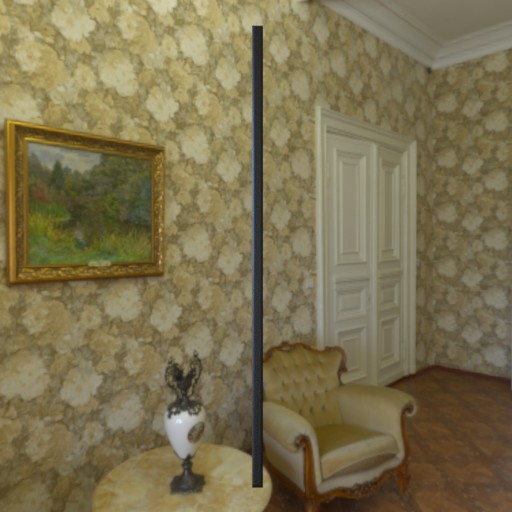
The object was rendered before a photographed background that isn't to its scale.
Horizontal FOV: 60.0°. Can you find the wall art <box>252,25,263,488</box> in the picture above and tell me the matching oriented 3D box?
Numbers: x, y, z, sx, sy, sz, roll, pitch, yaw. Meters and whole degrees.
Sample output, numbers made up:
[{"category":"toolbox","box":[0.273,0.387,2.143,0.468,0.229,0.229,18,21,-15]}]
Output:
[{"category":"wall art","box":[0.000,0.000,0.870,0.016,0.657,0.480,0,1,-1]}]
